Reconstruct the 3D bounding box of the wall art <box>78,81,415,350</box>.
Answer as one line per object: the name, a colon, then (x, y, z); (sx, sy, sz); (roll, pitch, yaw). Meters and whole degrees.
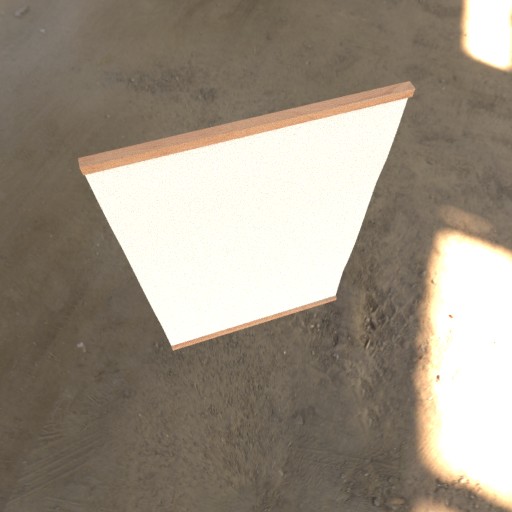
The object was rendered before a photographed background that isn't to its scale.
wall art: (0.000, 0.000, 0.640); (0.332, 0.508, 0.012); (-16, 61, -9)
